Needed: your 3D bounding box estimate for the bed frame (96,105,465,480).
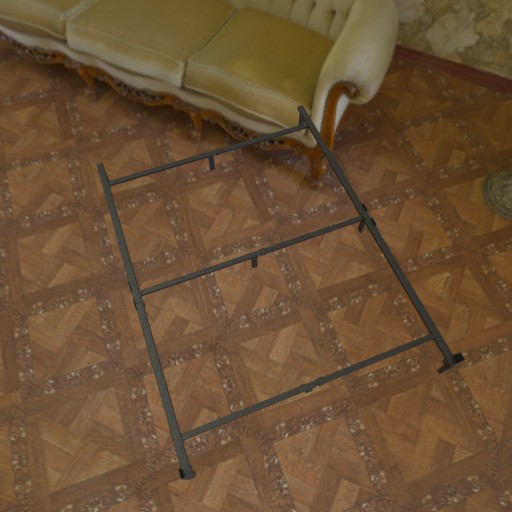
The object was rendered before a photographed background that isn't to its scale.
[{"bbox_3d":[0.000,0.000,2.651,1.498,0.248,1.990,-19,64,-10],"label":"bed frame"}]
